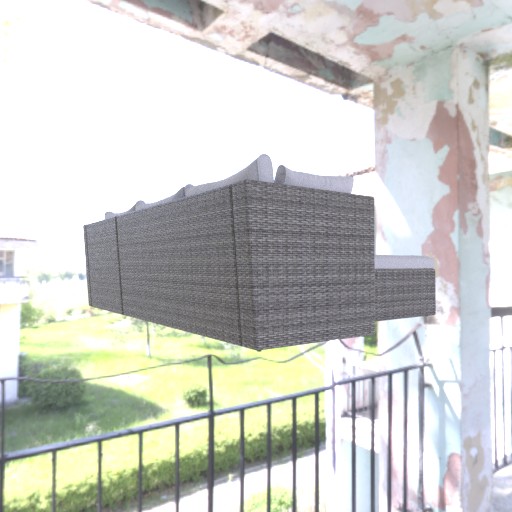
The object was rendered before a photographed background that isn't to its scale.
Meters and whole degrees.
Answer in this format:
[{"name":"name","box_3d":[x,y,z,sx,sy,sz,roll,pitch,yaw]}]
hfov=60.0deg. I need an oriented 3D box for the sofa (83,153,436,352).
[{"name":"sofa","box_3d":[0.000,0.000,2.940,1.662,0.766,2.192,1,-2,-36]}]
